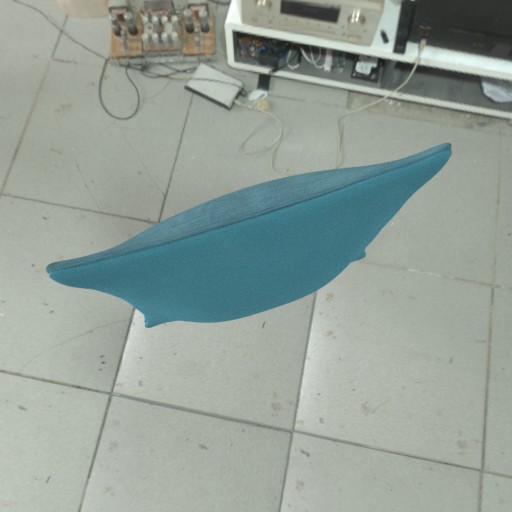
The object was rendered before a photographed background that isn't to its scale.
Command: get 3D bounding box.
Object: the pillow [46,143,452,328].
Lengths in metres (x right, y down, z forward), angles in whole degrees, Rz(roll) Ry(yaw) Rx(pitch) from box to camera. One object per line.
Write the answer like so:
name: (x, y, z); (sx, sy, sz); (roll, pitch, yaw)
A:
pillow: (0.000, 0.000, 0.639); (0.433, 0.415, 0.151); (-18, 75, -5)
